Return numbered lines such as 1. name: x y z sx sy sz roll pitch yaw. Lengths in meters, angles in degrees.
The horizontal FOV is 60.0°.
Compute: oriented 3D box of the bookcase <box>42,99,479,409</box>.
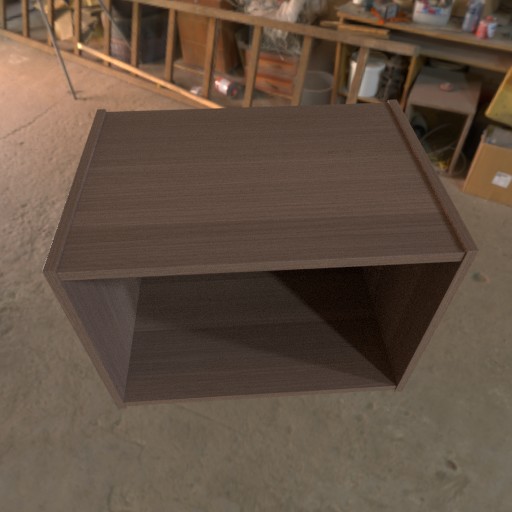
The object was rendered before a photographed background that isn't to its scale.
1. bookcase: 0.000 0.000 0.629 0.415 0.305 0.290 -3 48 -2
